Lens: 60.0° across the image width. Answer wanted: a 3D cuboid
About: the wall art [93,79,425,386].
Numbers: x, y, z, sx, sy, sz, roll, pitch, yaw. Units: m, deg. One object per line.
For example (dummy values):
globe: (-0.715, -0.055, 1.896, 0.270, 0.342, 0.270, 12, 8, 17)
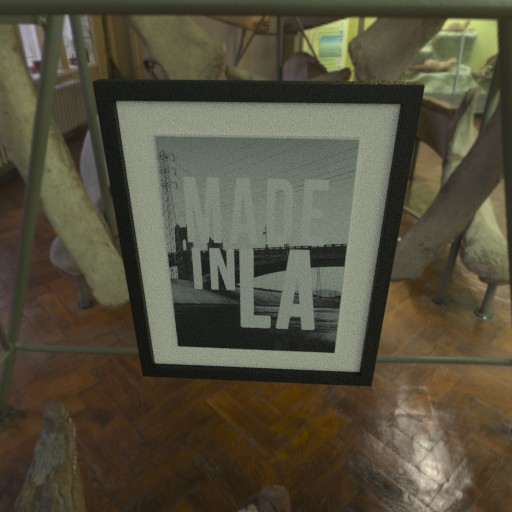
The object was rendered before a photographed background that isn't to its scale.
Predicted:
wall art: (0.000, 0.000, 0.756, 0.457, 0.559, 0.028, 2, 30, 3)
